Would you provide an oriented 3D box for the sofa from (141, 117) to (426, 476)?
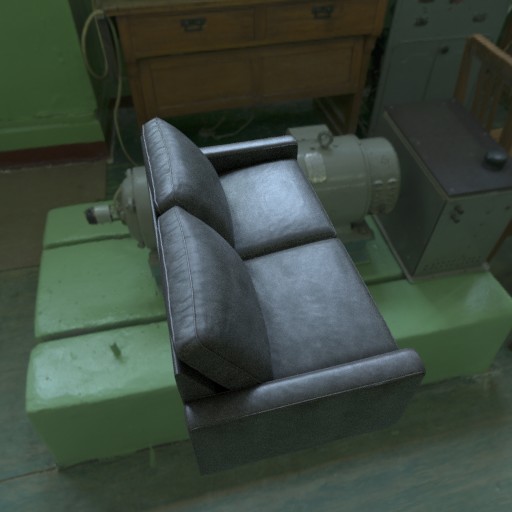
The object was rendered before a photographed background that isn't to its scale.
[{"bbox_3d":[0.000,0.000,2.265,0.939,0.916,1.732,-11,48,-10],"label":"sofa"}]
